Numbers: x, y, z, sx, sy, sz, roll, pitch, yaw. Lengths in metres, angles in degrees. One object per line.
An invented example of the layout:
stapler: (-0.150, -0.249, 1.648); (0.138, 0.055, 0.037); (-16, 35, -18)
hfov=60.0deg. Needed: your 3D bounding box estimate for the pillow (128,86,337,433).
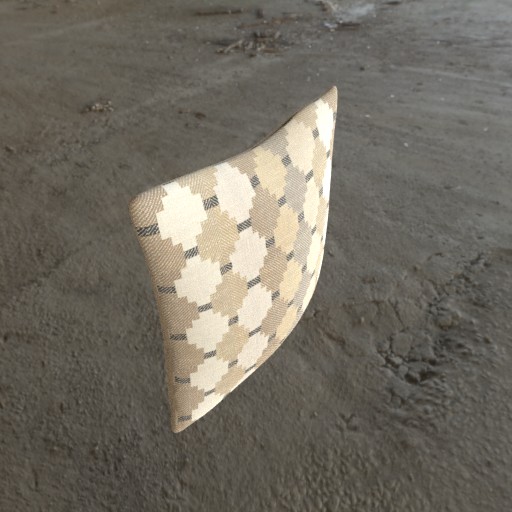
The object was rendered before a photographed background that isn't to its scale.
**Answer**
pillow: (0.000, 0.000, 0.903); (0.192, 0.558, 0.578); (24, 46, 26)
